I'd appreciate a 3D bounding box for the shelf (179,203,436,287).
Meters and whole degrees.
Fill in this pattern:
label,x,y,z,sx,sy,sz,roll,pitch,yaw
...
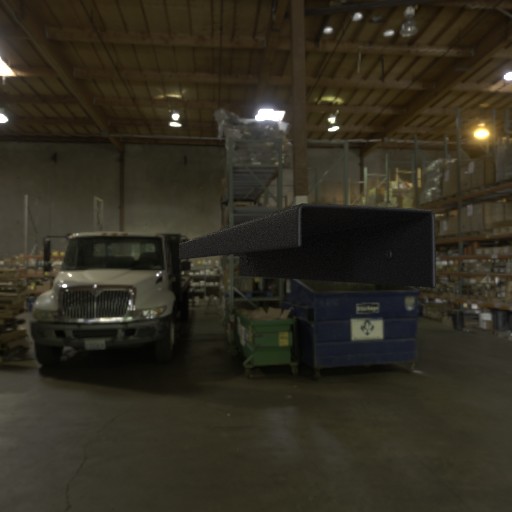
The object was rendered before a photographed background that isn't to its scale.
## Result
label,x,y,z,sx,sy,sz,roll,pitch,yaw
shelf,0.000,0.000,0.497,0.102,0.053,0.456,1,-2,-19
